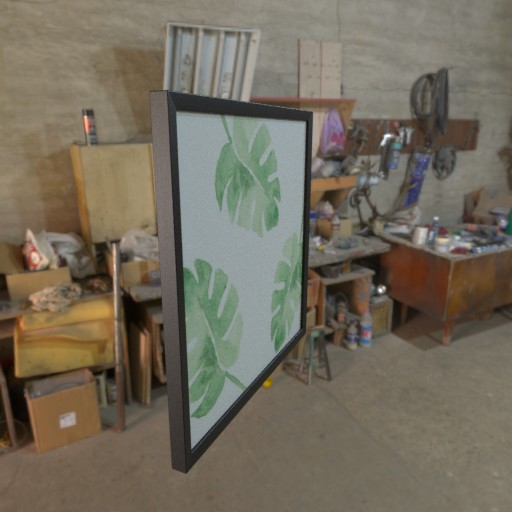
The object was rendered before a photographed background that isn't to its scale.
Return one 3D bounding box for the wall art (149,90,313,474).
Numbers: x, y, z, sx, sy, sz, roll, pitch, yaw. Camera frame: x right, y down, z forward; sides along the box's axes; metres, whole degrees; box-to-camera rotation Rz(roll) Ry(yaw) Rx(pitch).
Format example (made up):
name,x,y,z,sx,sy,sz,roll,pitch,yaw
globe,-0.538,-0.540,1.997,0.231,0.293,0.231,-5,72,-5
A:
name,x,y,z,sx,sy,sz,roll,pitch,yaw
wall art,0.000,0.000,1.178,0.038,0.765,0.765,7,17,25
